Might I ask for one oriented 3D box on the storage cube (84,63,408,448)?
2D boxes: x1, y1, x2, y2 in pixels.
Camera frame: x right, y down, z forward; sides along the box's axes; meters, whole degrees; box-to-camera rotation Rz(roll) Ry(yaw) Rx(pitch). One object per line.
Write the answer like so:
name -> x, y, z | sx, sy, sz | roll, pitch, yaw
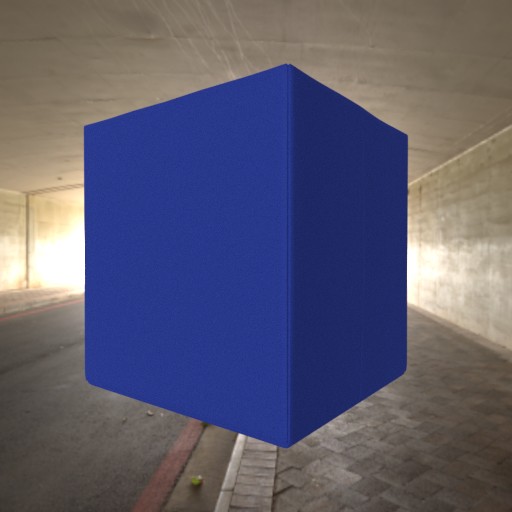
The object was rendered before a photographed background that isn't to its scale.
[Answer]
storage cube -> 0.000, 0.000, 0.502 | 0.270, 0.280, 0.270 | 1, 1, 38
